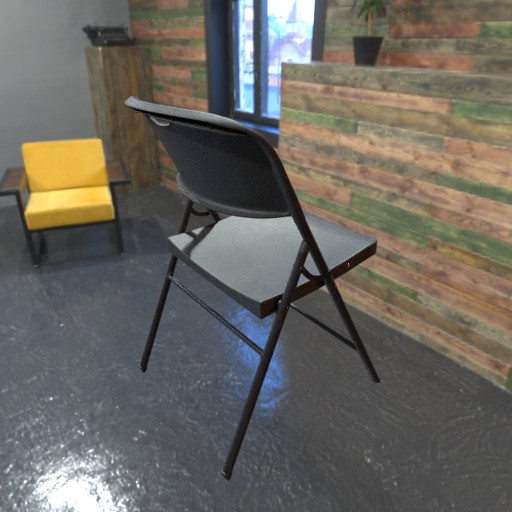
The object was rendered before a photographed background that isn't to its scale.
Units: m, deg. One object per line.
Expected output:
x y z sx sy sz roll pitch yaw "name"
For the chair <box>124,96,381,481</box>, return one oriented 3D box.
0.000 0.000 1.164 0.566 0.810 0.494 -18 32 -33 "chair"
